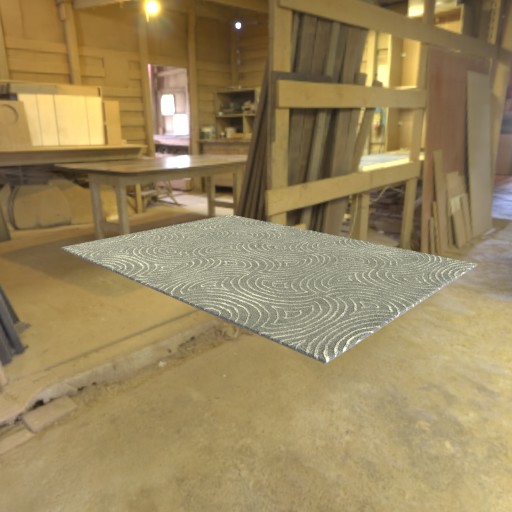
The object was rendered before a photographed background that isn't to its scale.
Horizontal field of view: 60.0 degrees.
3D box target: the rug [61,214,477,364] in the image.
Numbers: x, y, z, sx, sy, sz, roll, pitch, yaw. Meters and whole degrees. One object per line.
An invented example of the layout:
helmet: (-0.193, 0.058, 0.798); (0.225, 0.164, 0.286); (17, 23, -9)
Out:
rug: (0.000, 0.000, 2.793); (2.144, 0.015, 1.543); (15, 23, 41)
